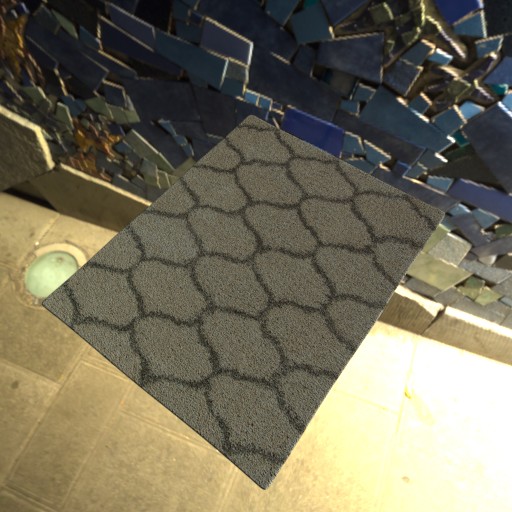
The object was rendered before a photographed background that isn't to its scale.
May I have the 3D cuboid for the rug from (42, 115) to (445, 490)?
[{"bbox_3d":[0.000,0.000,4.070,2.399,0.026,3.000,32,63,18],"label":"rug"}]
